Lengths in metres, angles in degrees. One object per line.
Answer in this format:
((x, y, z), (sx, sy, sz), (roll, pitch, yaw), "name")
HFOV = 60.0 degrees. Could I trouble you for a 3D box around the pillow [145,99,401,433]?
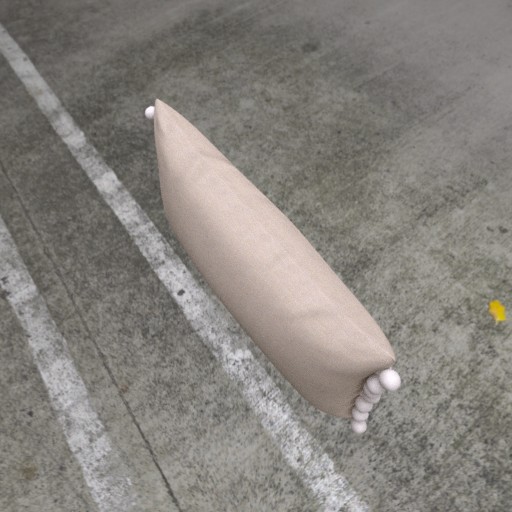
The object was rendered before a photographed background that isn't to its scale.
((0.000, 0.000, 0.856), (0.201, 0.322, 0.709), (-31, 62, -19), "pillow")
